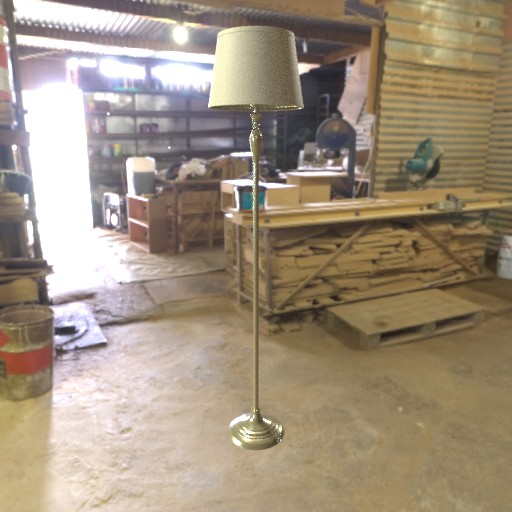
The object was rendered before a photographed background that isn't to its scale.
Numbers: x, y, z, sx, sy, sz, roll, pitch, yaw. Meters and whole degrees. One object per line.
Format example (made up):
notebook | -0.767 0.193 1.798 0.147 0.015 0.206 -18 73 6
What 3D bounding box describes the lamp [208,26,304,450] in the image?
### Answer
lamp | 0.000 0.000 1.655 0.327 1.506 0.327 -7 16 -26
